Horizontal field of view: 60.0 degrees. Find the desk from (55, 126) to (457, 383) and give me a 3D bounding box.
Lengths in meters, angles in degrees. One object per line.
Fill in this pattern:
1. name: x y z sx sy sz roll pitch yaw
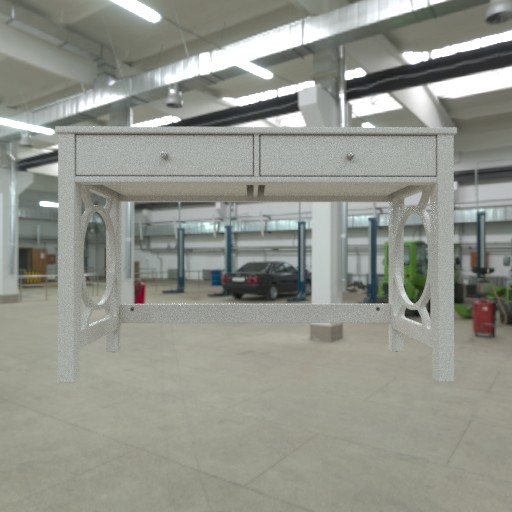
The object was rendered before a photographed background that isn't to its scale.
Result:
1. desk: 0.000 0.000 1.551 1.191 0.762 0.504 0 0 -1
